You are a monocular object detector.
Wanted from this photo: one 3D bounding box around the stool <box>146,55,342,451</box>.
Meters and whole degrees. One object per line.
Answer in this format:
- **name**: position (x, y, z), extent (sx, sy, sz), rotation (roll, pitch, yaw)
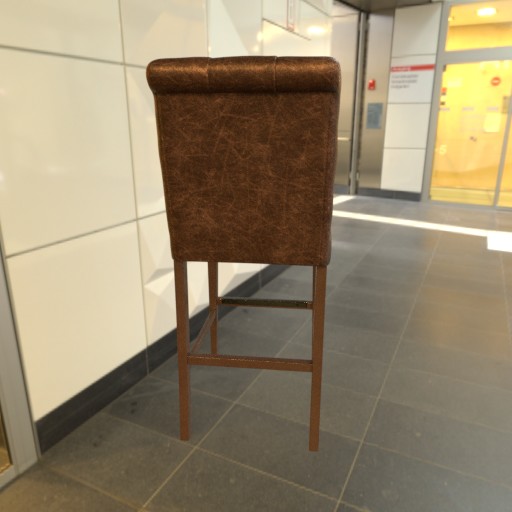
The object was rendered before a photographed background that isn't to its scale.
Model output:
- **stool**: position (0.000, 0.000, 1.494), extent (0.483, 1.168, 0.659), rotation (2, 17, 6)
